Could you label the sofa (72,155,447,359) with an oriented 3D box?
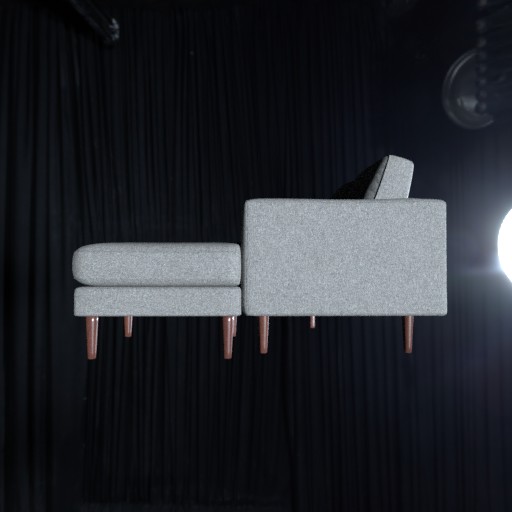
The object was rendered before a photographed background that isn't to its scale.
[{"bbox_3d":[0.000,0.000,2.960,1.667,0.957,2.055,0,-1,-1],"label":"sofa"}]
